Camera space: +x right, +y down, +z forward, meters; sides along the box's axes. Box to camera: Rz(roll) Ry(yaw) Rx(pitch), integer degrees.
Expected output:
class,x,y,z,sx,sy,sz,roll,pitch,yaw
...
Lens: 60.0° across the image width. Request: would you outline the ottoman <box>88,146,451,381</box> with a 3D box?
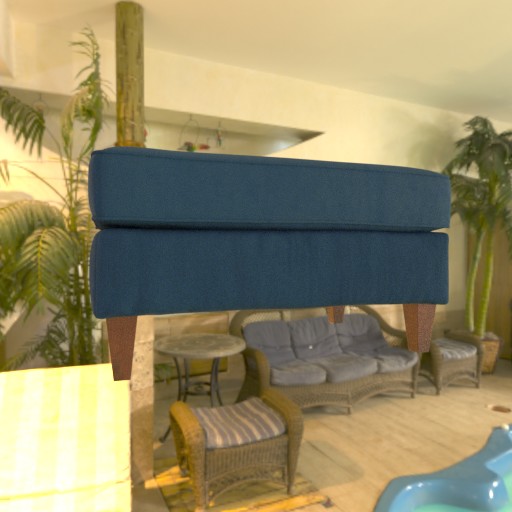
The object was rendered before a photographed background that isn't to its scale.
class,x,y,z,sx,sy,sz,roll,pitch,yaw
ottoman,0.000,0.000,1.226,0.862,0.484,0.583,0,1,-19
